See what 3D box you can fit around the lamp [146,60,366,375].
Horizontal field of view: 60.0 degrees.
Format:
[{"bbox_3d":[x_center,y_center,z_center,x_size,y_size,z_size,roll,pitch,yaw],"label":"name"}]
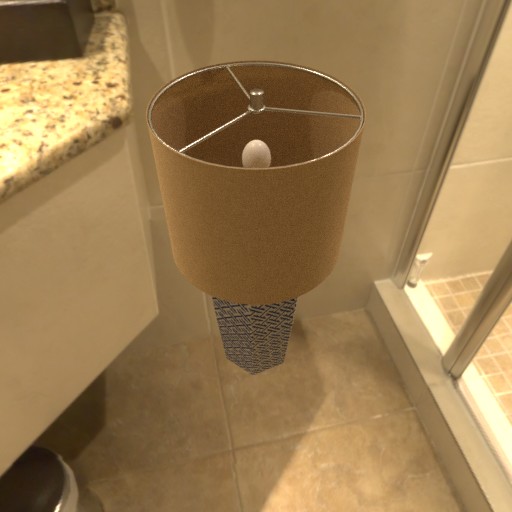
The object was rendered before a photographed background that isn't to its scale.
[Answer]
[{"bbox_3d":[0.000,0.000,0.885,0.320,0.682,0.320,32,54,27],"label":"lamp"}]
